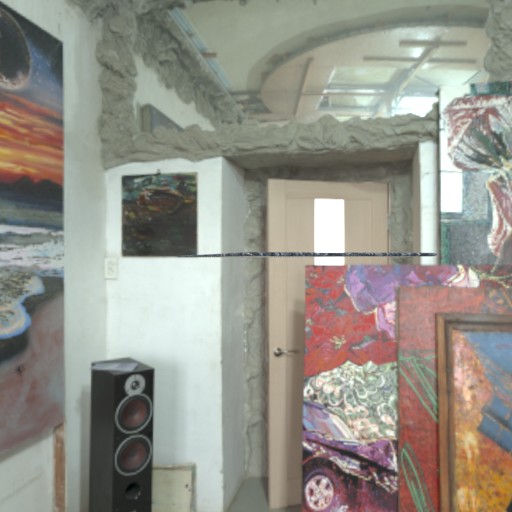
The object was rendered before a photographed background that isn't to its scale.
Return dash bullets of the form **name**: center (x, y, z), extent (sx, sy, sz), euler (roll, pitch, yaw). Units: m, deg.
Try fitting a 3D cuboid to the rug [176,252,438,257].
- **rug**: center (0.000, 0.000, 2.561), extent (0.719, 0.013, 2.306), euler (0, 0, -15)
